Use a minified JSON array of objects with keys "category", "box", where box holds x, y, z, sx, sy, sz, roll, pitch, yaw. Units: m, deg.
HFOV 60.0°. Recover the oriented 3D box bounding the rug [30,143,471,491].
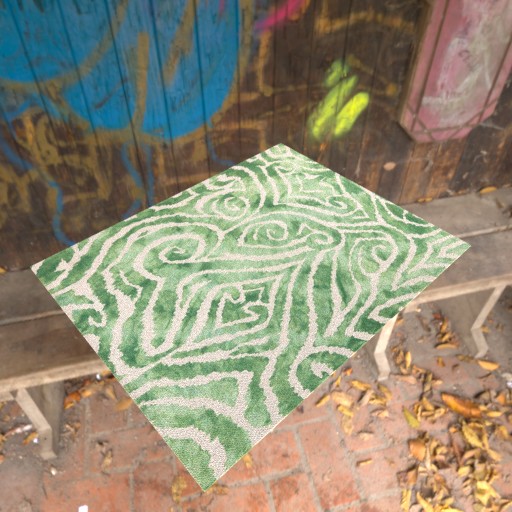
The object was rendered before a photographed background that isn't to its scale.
[{"category":"rug","box":[0.000,0.000,3.911,3.045,0.007,2.436,-33,53,-29]}]
